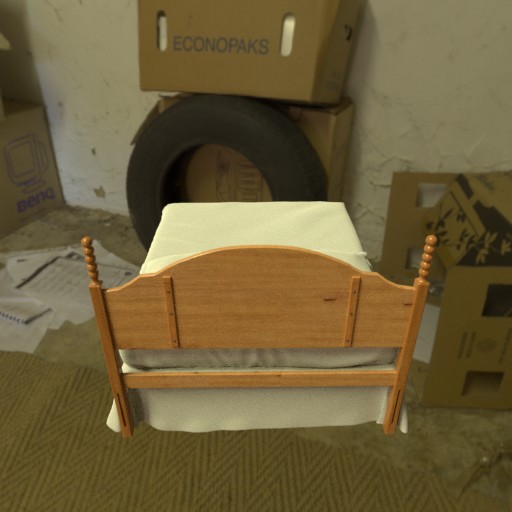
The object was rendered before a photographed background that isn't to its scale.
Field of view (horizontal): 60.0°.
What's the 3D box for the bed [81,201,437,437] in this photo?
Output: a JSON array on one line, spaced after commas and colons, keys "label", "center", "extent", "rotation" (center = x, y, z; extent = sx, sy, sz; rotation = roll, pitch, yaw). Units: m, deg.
[{"label": "bed", "center": [0.000, 0.000, 3.233], "extent": [1.873, 1.356, 2.040], "rotation": [0, 30, -1]}]
